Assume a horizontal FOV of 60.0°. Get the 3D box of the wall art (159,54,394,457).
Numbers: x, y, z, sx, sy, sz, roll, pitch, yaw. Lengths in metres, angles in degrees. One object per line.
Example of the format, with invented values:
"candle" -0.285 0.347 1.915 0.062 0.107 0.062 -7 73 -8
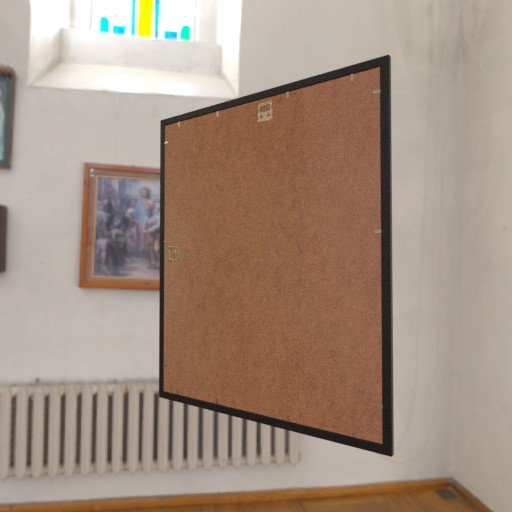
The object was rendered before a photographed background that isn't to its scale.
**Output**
"wall art" 0.000 0.000 0.898 0.559 0.660 0.018 -1 -2 36
